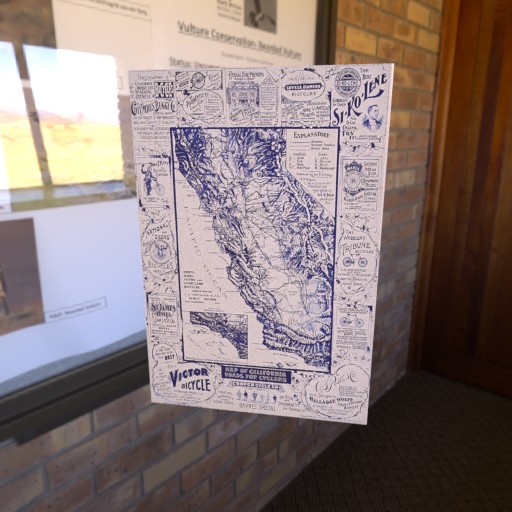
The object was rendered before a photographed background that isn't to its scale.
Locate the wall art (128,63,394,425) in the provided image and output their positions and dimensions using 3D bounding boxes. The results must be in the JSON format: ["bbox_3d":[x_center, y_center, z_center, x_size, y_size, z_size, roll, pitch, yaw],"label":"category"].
[{"bbox_3d":[0.000,0.000,0.957,0.511,0.753,0.039,3,16,10],"label":"wall art"}]
